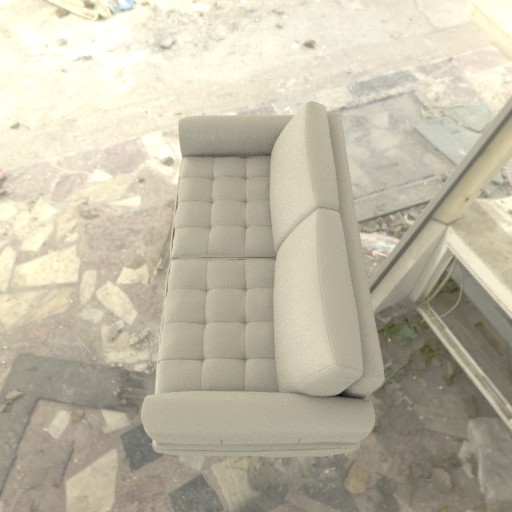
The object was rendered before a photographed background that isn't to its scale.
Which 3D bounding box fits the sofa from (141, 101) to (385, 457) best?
[{"bbox_3d":[0.000,0.000,2.679,1.121,0.930,2.177,0,57,0],"label":"sofa"}]
